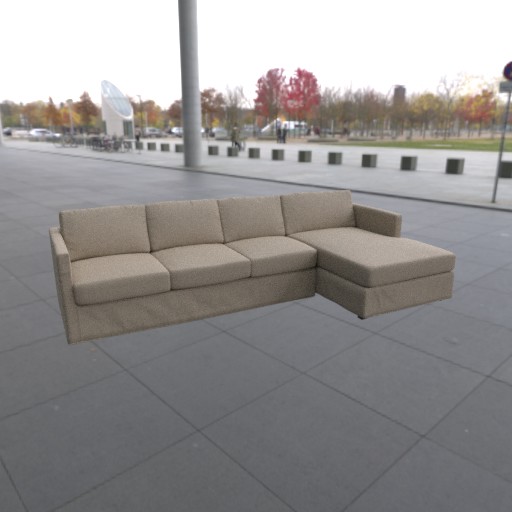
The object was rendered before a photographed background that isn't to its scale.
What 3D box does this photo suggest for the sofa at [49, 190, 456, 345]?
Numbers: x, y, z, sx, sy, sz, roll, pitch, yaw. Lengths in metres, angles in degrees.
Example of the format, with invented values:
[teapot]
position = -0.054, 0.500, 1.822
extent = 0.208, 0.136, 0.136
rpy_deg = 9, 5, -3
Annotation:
[sofa]
position = 0.000, 0.000, 3.871
extent = 3.177, 0.867, 1.622
rpy_deg = -8, 18, -26
